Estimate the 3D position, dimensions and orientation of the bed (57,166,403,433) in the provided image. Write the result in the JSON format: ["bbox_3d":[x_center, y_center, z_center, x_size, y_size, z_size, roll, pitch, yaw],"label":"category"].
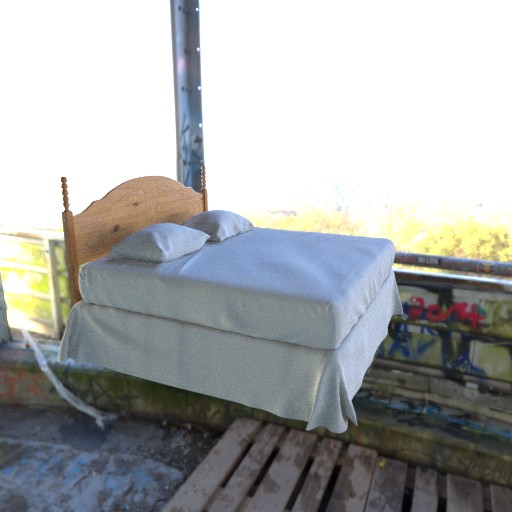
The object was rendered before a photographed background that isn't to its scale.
[{"bbox_3d":[0.000,0.000,3.679,2.219,1.355,2.322,7,15,25],"label":"bed"}]
